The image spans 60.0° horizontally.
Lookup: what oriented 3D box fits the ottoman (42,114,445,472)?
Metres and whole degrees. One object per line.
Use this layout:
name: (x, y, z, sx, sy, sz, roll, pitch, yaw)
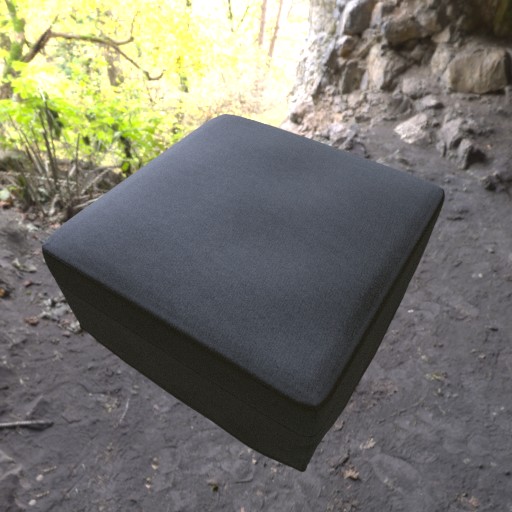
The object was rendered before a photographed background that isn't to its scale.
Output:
ottoman: (0.000, 0.000, 1.339, 0.842, 0.441, 0.843, 26, 52, 22)
